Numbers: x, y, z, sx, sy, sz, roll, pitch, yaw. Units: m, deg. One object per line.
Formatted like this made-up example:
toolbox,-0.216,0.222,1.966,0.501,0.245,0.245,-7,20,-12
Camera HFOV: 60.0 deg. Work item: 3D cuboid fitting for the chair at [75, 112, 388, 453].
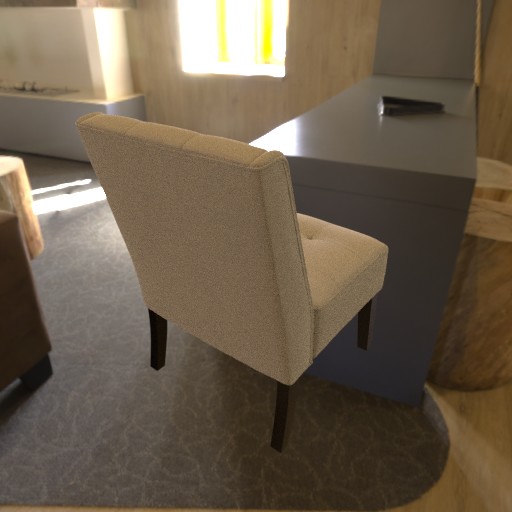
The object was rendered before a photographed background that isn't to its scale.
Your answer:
chair,0.000,0.000,1.306,0.569,0.853,0.676,21,35,33
